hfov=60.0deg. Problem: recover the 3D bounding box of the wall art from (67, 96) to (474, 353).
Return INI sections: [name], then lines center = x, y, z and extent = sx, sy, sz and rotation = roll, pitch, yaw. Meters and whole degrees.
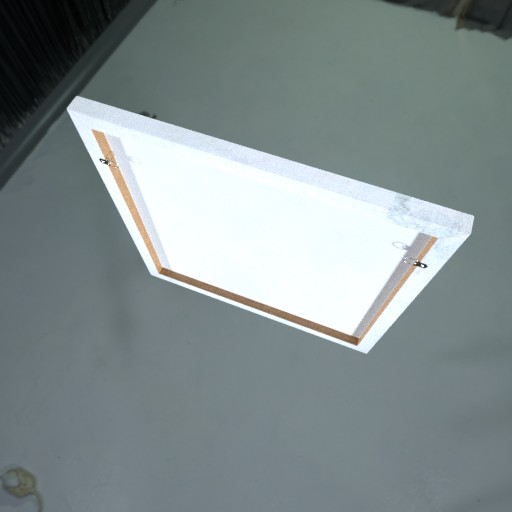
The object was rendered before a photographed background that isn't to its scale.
[wall art]
center = 0.000, 0.000, 1.128
extent = 0.762, 0.762, 0.041
rotation = 19, 65, 9
